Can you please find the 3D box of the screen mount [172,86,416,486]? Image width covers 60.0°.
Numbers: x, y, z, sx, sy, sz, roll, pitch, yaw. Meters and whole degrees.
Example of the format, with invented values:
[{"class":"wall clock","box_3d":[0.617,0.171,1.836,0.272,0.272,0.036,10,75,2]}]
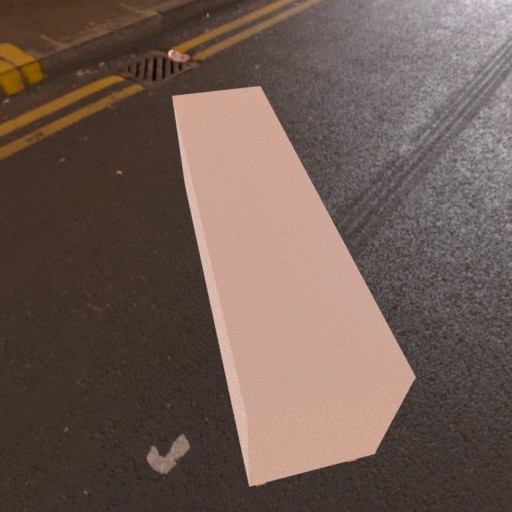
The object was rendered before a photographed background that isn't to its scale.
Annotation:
[{"class":"screen mount","box_3d":[0.000,0.000,1.712,0.400,0.619,1.490,-10,47,-9]}]
